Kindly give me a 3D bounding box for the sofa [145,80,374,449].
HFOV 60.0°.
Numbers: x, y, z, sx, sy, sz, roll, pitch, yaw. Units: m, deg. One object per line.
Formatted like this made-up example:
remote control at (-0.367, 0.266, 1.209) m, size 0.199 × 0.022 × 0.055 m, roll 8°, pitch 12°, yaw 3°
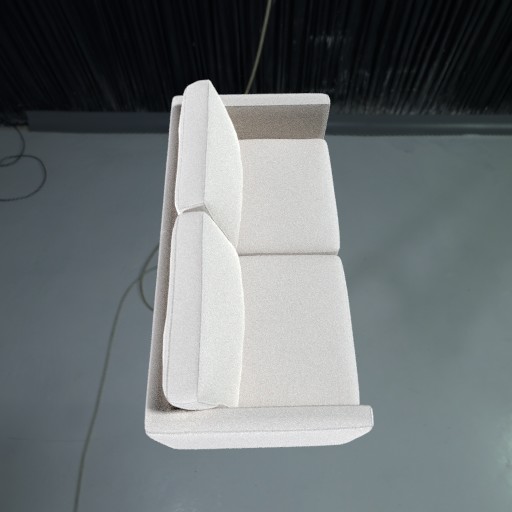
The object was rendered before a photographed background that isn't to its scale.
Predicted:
sofa at (0.000, 0.000, 2.211) m, size 0.873 × 0.888 × 1.722 m, roll -1°, pitch 63°, yaw -1°
